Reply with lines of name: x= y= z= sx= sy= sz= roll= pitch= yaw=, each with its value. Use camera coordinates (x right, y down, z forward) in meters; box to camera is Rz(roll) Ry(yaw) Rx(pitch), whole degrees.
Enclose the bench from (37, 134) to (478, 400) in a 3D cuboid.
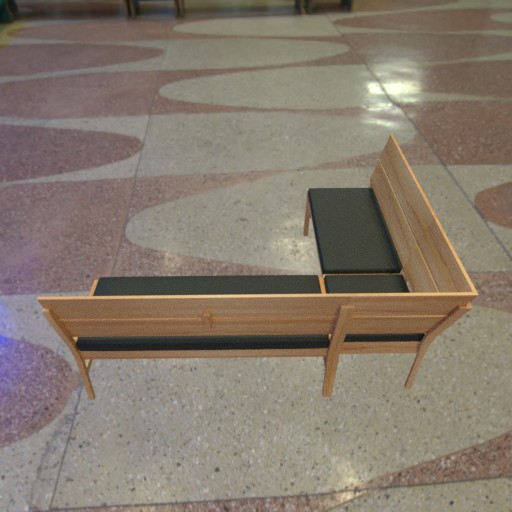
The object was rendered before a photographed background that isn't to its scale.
bench: x=0.000 y=0.000 z=2.822 sx=1.948 sy=0.890 sz=1.548 roll=-1 pitch=42 yaw=-1
